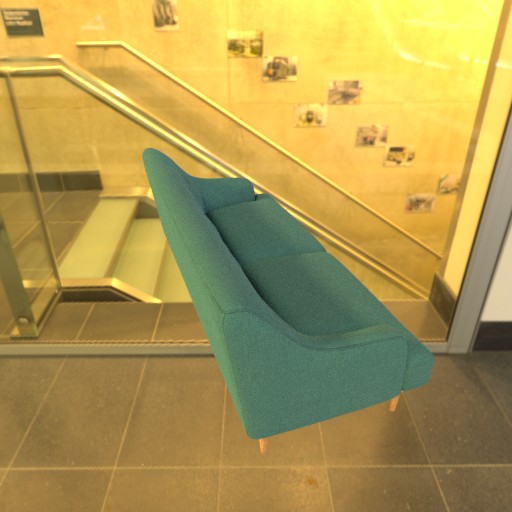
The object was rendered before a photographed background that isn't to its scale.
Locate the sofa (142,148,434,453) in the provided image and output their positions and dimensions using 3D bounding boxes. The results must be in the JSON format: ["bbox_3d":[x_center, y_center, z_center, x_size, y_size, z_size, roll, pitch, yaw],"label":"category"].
[{"bbox_3d":[0.000,0.000,2.605,0.978,0.871,2.057,-10,32,-17],"label":"sofa"}]
